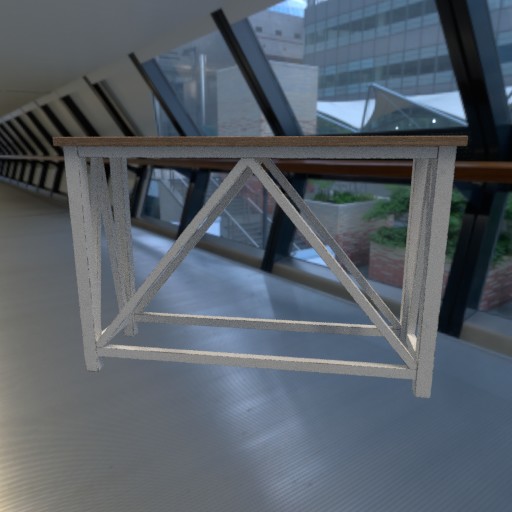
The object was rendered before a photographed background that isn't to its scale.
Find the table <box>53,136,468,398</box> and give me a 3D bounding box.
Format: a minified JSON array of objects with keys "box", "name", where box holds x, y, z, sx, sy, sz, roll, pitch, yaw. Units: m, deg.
[{"box":[0.000,0.000,1.805,1.400,0.930,0.450,2,14,8],"name":"table"}]
